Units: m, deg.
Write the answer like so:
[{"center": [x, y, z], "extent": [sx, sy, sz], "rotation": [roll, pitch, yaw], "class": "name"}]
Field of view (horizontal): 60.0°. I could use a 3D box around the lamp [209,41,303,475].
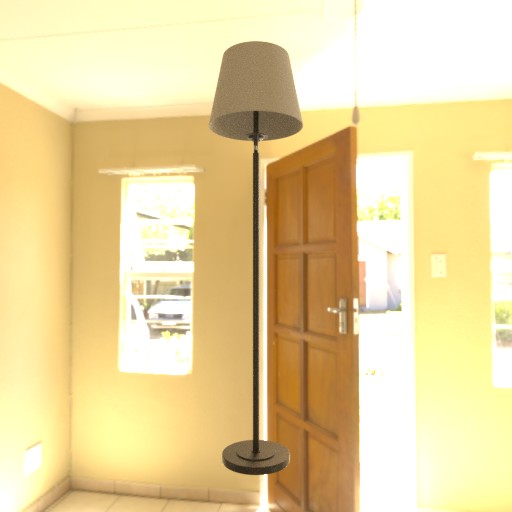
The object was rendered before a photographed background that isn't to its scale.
[{"center": [0.000, 0.000, 1.625], "extent": [0.348, 1.473, 0.348], "rotation": [0, -2, 0], "class": "lamp"}]
